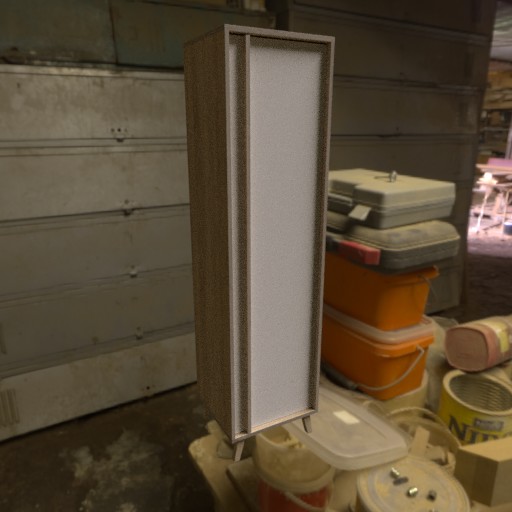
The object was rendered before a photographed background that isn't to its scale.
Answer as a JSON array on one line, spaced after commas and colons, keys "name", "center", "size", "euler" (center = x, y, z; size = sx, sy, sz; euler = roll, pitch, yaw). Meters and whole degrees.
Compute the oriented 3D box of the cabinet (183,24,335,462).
[{"name": "cabinet", "center": [0.000, 0.000, 2.209], "size": [0.510, 1.960, 0.450], "euler": [-9, 18, -27]}]
